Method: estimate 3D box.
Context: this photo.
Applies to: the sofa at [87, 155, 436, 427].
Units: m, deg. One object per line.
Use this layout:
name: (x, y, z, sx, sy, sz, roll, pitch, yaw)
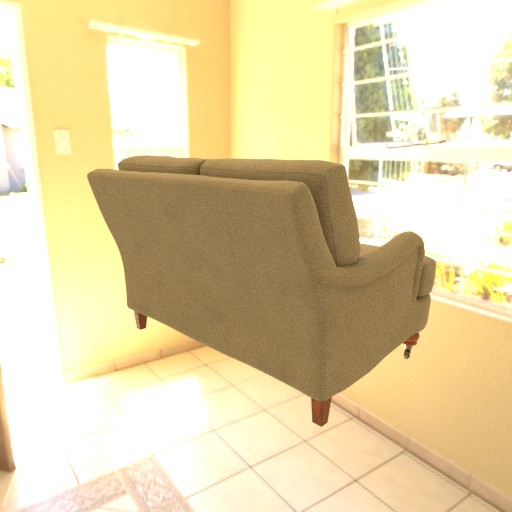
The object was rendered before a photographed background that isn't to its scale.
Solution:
sofa: (0.000, 0.000, 2.270, 1.480, 0.999, 1.087, 13, 19, 43)
